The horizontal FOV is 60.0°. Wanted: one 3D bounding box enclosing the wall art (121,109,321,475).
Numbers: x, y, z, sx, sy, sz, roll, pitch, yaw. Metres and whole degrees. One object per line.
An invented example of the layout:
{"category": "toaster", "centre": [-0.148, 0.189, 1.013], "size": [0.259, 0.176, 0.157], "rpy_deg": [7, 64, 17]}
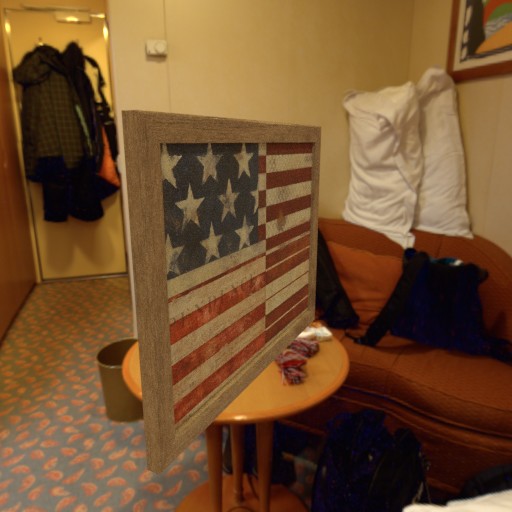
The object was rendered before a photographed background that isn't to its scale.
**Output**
{"category": "wall art", "centre": [0.000, 0.000, 0.916], "size": [0.026, 0.535, 0.690], "rpy_deg": [7, 16, 26]}
